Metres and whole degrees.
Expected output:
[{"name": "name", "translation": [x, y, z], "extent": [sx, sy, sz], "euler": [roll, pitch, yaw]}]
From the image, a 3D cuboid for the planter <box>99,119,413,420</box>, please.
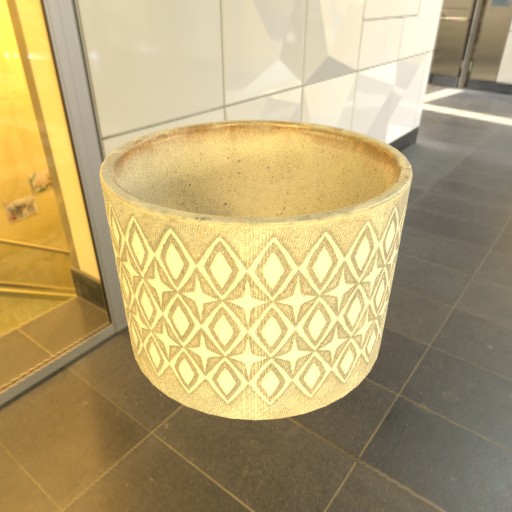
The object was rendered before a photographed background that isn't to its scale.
[{"name": "planter", "translation": [0.000, 0.000, 0.311], "extent": [0.186, 0.144, 0.186], "euler": [0, 31, 0]}]
